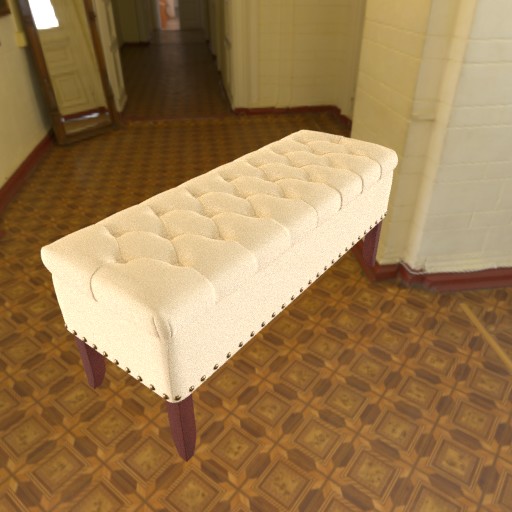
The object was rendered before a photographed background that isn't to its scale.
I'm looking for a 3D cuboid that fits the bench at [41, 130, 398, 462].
[{"bbox_3d":[0.000,0.000,1.315,0.400,0.470,1.054,22,39,31],"label":"bench"}]
